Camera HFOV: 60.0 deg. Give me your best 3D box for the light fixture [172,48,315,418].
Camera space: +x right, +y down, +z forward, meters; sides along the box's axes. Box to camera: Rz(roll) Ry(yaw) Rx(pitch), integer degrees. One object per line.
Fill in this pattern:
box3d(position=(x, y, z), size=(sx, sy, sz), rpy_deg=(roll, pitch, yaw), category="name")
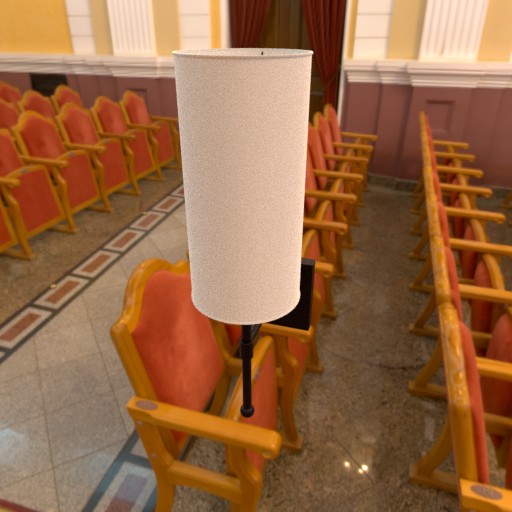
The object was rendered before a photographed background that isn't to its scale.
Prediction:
box3d(position=(0.000, 0.000, 0.546), size=(0.128, 0.462, 0.208), rpy_deg=(8, 29, 15), category="light fixture")
